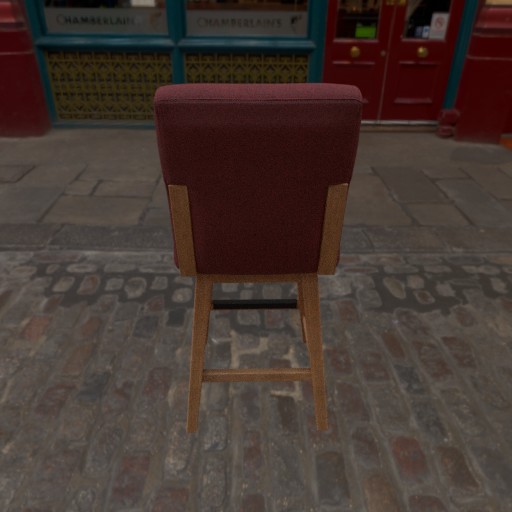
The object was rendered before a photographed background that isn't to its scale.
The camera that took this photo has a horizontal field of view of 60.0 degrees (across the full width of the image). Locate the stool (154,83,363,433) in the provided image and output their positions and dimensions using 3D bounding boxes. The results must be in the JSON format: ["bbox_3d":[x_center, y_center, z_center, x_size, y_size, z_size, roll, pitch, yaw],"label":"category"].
[{"bbox_3d":[0.000,0.000,1.323,0.468,1.038,0.562,-1,29,-1],"label":"stool"}]
